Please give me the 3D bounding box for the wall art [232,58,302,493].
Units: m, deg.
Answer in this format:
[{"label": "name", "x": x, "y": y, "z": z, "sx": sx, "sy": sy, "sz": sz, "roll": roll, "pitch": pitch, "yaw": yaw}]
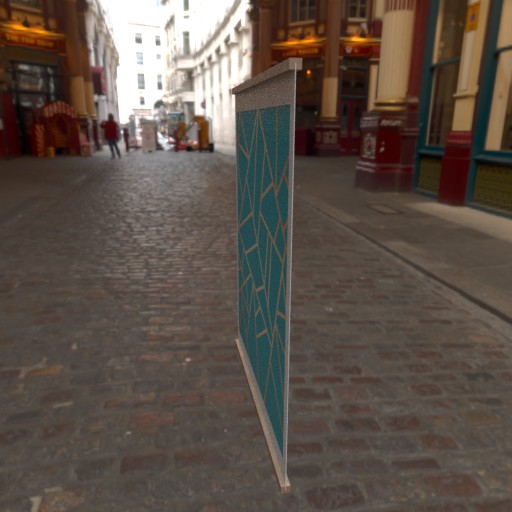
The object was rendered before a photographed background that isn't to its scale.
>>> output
[{"label": "wall art", "x": 0.000, "y": 0.000, "z": 0.680, "sx": 0.012, "sy": 0.508, "sz": 0.405, "roll": -3, "pitch": 17, "yaw": -10}]
